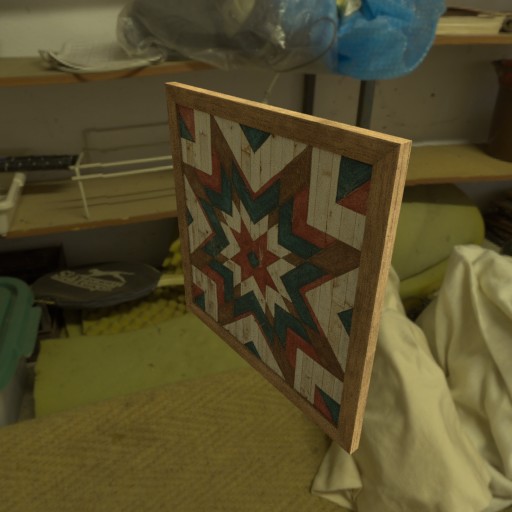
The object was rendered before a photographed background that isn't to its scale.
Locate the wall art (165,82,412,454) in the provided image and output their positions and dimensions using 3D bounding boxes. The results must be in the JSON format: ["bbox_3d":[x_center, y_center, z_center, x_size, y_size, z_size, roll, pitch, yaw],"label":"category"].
[{"bbox_3d":[0.000,0.000,1.047,0.029,0.691,0.695,-22,36,-33],"label":"wall art"}]
